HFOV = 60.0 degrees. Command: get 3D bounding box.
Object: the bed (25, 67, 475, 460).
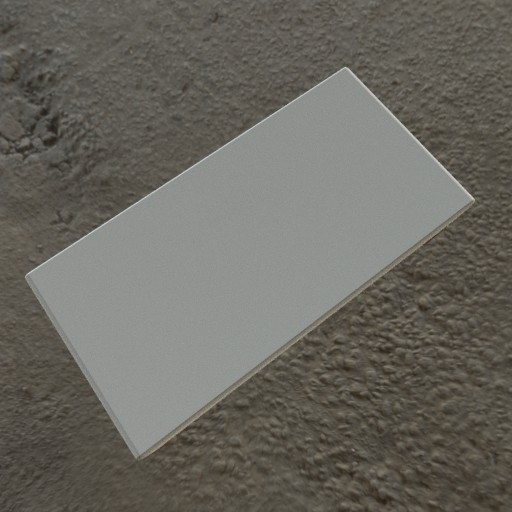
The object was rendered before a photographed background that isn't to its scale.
[{"bbox_3d":[0.000,0.000,2.327,1.902,0.616,0.961,-36,76,-10],"label":"bed"}]
